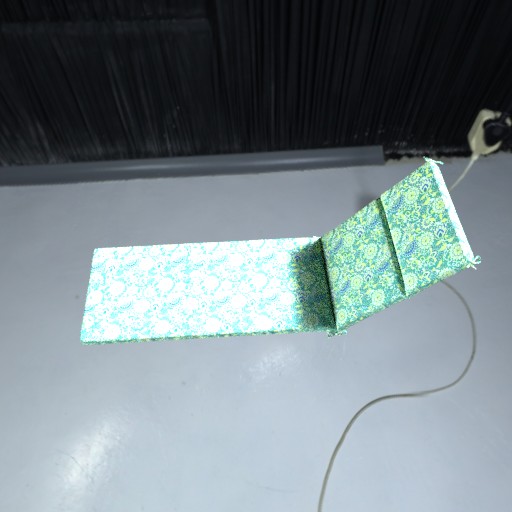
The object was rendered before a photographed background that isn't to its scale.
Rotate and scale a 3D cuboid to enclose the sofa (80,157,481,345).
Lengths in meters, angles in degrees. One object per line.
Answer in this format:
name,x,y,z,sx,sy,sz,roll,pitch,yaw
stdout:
sofa,0.000,0.000,1.992,1.663,0.622,0.582,-3,57,-2
